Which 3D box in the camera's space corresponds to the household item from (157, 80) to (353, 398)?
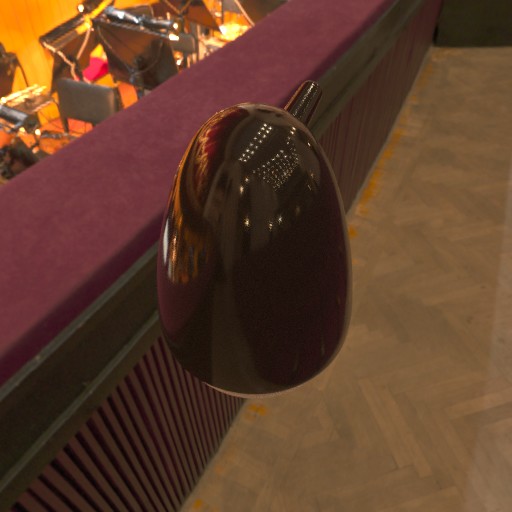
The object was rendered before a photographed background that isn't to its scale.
[{"bbox_3d":[0.000,0.000,0.215,0.102,0.152,0.104,23,50,21],"label":"household item"}]
